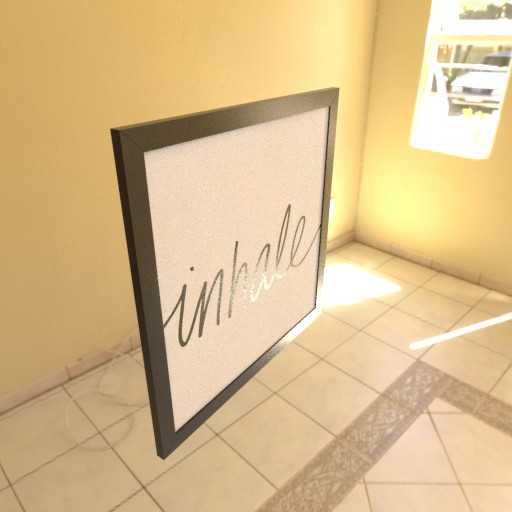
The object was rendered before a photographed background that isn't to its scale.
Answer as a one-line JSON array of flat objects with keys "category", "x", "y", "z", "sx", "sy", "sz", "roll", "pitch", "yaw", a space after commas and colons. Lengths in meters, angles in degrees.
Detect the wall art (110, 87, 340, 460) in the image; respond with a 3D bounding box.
[{"category": "wall art", "x": 0.000, "y": 0.000, "z": 0.673, "sx": 0.014, "sy": 0.445, "sz": 0.446, "roll": 18, "pitch": 32, "yaw": 32}]
